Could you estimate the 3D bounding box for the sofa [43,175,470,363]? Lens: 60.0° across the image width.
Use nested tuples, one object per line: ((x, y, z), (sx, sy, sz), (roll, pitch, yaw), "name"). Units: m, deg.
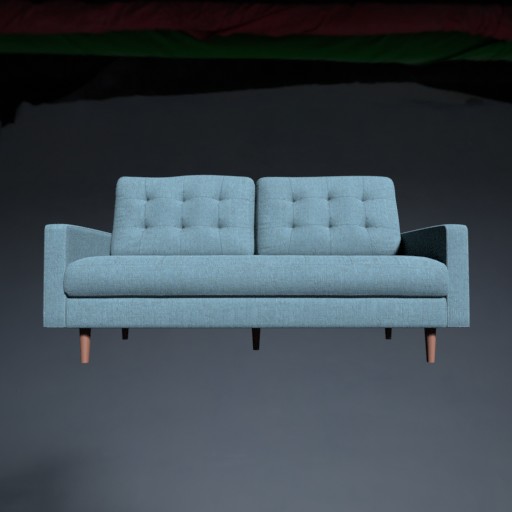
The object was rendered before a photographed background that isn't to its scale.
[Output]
((0.000, 0.000, 2.529), (2.010, 1.050, 0.966), (0, -1, 0), "sofa")
